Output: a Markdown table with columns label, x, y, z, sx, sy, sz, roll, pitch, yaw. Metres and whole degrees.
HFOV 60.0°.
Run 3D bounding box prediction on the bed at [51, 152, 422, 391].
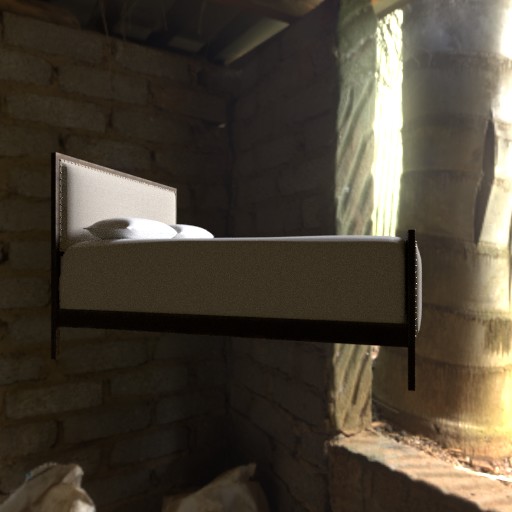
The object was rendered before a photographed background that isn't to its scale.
| label | x | y | z | sx | sy | sz | roll | pitch | yaw |
| --- | --- | --- | --- | --- | --- | --- | --- | --- | --- |
| bed | 0.000 | 0.000 | 3.240 | 2.221 | 1.313 | 1.607 | 0 | 0 | 18 |
